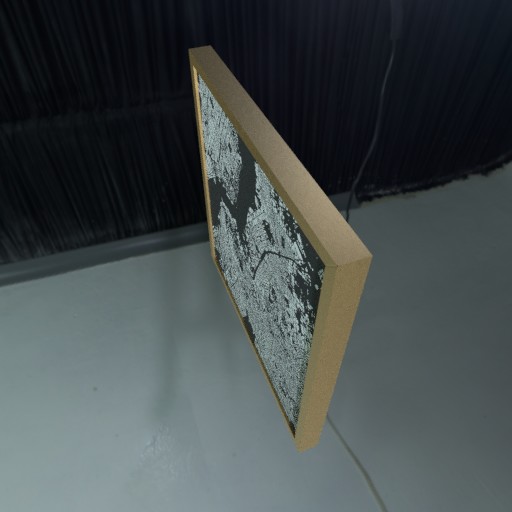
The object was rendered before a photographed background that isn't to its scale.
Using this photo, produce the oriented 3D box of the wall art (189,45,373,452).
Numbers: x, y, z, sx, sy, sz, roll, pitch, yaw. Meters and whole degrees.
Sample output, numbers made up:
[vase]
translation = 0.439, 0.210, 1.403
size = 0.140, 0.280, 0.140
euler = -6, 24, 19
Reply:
[wall art]
translation = 0.000, 0.000, 1.930
size = 0.095, 1.284, 1.284
euler = -16, 50, -14
